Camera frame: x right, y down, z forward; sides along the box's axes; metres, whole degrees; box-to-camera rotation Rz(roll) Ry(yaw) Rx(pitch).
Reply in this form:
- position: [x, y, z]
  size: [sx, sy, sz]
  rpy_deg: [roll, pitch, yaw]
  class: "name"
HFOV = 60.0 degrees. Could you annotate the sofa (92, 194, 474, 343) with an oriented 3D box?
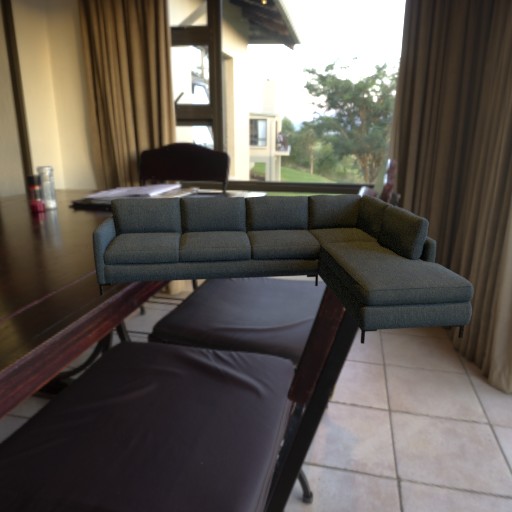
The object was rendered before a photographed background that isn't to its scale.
- position: [0.000, 0.000, 3.944]
  size: [2.949, 0.815, 2.007]
  rpy_deg: [-2, 16, -6]
  class: "sofa"
